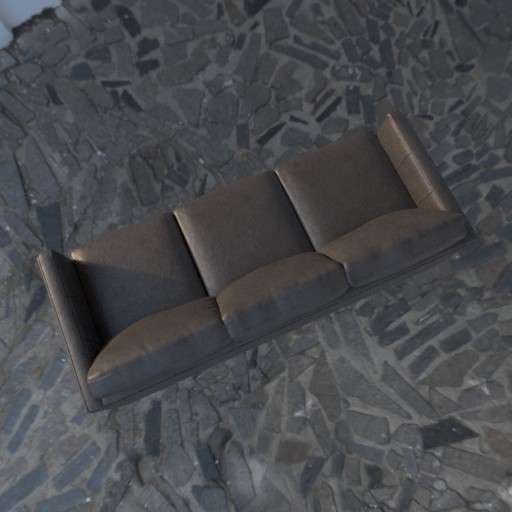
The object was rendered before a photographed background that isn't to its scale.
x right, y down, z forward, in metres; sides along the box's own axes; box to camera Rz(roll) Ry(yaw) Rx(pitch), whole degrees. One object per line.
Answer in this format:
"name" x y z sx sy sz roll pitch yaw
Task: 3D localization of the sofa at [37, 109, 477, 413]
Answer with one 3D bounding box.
"sofa" 0.000 0.000 2.928 2.464 1.006 1.045 -23 76 -6
